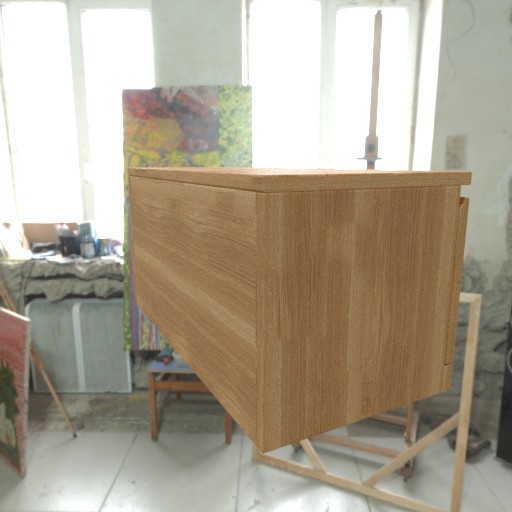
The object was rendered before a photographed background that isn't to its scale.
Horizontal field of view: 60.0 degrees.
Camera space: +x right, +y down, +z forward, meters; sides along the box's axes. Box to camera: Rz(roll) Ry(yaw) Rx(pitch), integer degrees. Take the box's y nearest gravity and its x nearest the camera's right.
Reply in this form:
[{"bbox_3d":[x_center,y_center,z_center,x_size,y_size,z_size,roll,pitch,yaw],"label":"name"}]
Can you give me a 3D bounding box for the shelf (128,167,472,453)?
[{"bbox_3d":[0.000,0.000,1.040,0.400,0.400,0.800,-6,14,-27],"label":"shelf"}]
